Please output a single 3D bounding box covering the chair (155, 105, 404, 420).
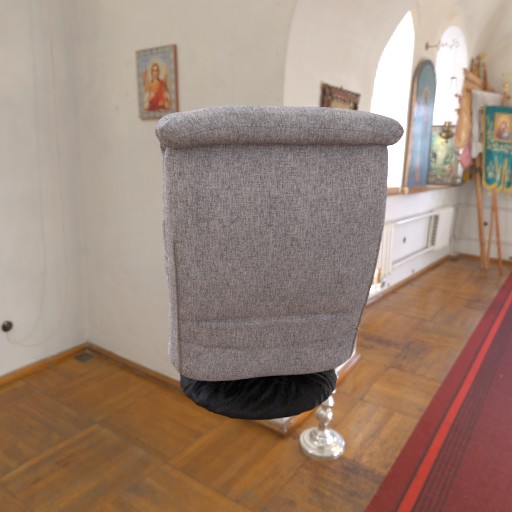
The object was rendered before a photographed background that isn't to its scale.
[{"bbox_3d":[0.000,0.000,0.992,0.400,0.600,0.583,-2,14,-9],"label":"chair"}]
